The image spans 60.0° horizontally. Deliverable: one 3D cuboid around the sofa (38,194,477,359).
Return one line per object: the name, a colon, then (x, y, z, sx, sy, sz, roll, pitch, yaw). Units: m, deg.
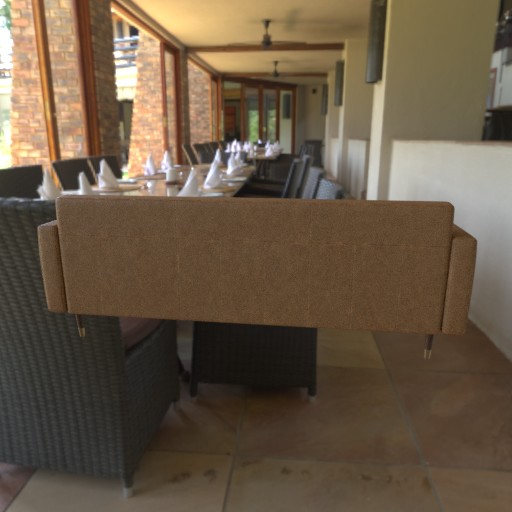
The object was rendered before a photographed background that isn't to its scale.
sofa: (0.000, 0.000, 2.731, 2.291, 0.821, 0.990, 2, 15, 8)
